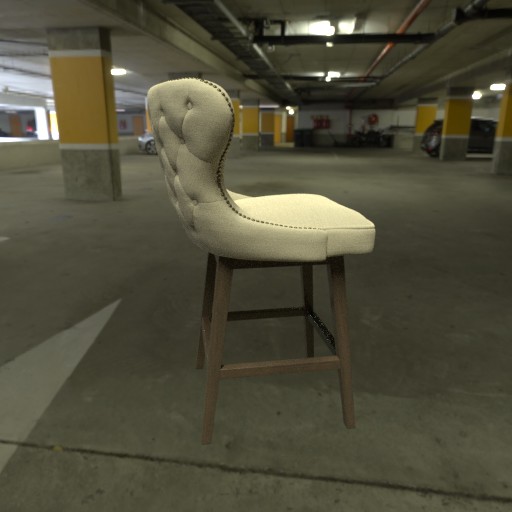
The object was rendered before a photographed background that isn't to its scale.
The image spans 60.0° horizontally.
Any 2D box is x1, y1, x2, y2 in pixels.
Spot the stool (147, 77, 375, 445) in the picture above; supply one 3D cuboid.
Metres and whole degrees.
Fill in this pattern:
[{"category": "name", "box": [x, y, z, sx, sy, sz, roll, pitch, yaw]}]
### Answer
[{"category": "stool", "box": [0.000, 0.000, 1.368, 0.597, 0.972, 0.615, -3, 16, -9]}]
